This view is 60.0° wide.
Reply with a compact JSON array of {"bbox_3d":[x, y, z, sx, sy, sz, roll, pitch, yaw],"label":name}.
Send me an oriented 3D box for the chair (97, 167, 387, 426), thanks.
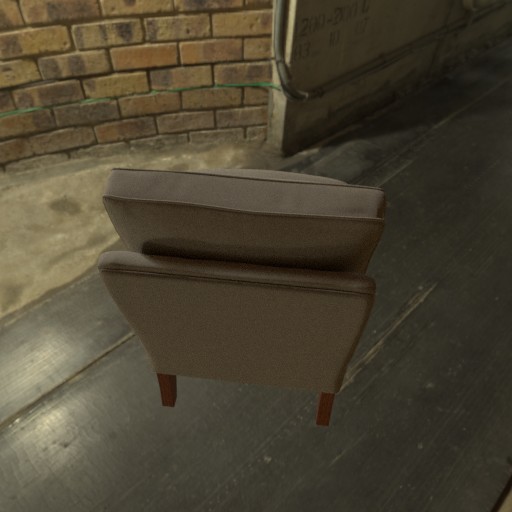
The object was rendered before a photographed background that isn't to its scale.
[{"bbox_3d":[0.000,0.000,1.642,0.724,1.045,0.924,5,46,5],"label":"chair"}]
